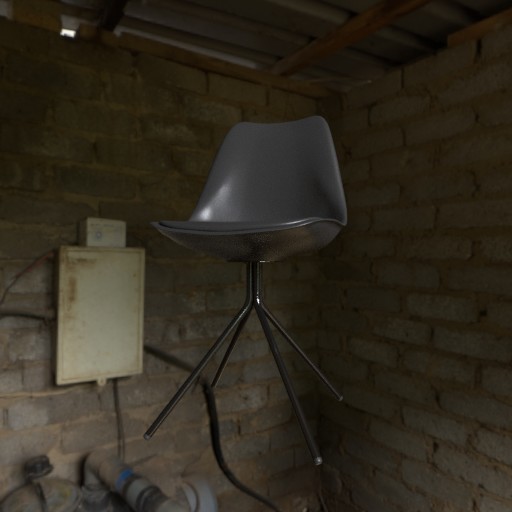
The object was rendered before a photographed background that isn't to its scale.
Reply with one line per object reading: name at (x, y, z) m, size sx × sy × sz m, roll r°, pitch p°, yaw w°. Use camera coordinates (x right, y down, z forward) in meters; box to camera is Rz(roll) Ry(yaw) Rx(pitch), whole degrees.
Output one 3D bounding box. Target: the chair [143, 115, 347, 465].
chair at (0.000, 0.000, 1.167) m, size 0.461 × 0.850 × 0.525 m, roll 0°, pitch 1°, yaw 17°
